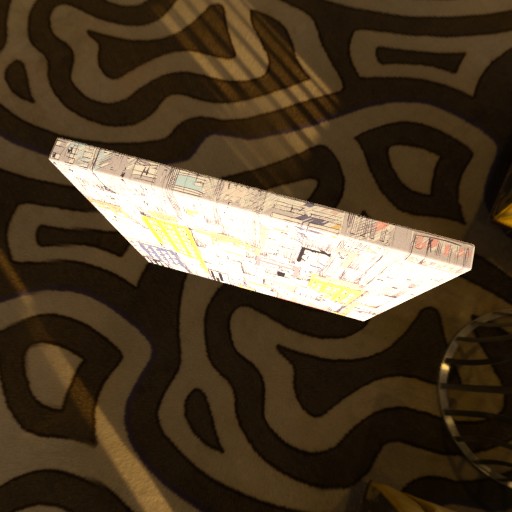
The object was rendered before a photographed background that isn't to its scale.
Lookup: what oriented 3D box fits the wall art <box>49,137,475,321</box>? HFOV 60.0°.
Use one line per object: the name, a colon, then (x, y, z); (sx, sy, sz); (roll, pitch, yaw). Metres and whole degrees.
wall art: (0.000, 0.000, 0.908); (0.607, 0.608, 0.038); (15, 76, 4)
